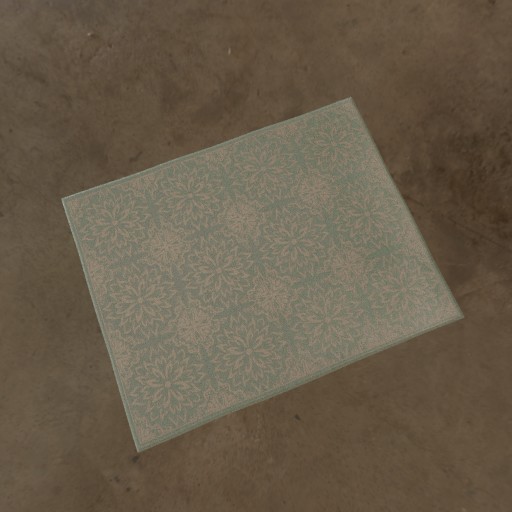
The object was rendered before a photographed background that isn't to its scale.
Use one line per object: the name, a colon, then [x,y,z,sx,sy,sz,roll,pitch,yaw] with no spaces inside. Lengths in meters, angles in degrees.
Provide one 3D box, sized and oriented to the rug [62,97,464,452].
rug: [0.000,0.000,4.004,2.980,0.012,2.363,-21,76,-5]
